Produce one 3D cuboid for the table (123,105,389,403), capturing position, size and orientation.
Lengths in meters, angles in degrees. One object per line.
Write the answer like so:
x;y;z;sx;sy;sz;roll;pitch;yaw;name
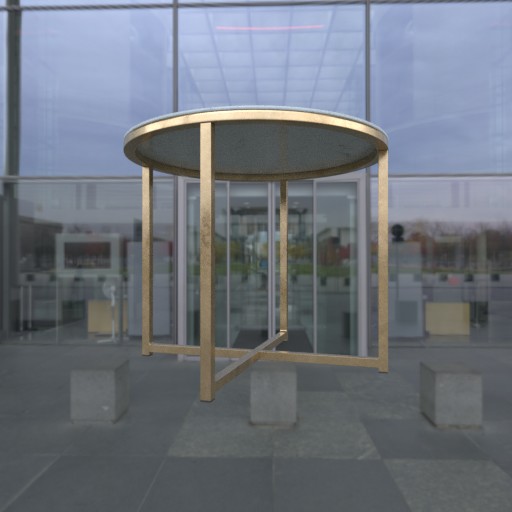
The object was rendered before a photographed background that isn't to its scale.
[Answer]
0.000;0.000;0.871;0.500;0.420;0.500;0;0;0;table
